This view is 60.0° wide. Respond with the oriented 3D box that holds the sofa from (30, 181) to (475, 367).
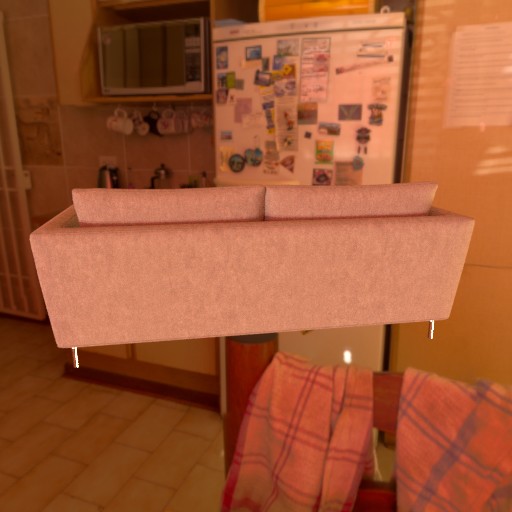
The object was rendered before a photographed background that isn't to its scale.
[{"bbox_3d":[0.000,0.000,2.518,2.121,0.864,0.889,-3,15,-9],"label":"sofa"}]
